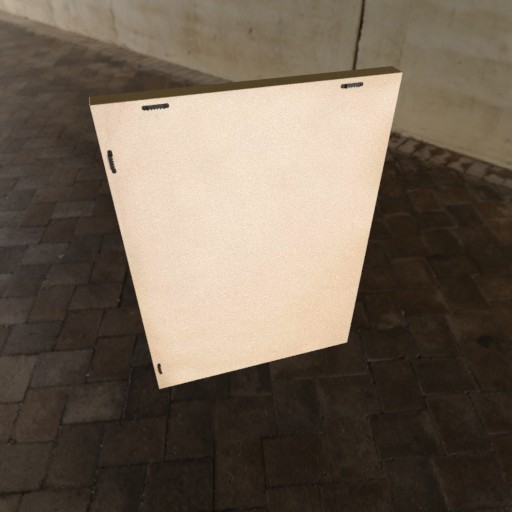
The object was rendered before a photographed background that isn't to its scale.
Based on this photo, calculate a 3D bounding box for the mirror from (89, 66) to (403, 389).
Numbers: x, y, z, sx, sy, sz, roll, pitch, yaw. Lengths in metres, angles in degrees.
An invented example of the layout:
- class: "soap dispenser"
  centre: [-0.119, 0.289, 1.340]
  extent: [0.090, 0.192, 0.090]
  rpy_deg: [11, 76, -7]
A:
- class: "mirror"
  centre: [0.000, 0.000, 0.930]
  extent: [0.507, 0.710, 0.040]
  rpy_deg: [-11, 41, -13]
